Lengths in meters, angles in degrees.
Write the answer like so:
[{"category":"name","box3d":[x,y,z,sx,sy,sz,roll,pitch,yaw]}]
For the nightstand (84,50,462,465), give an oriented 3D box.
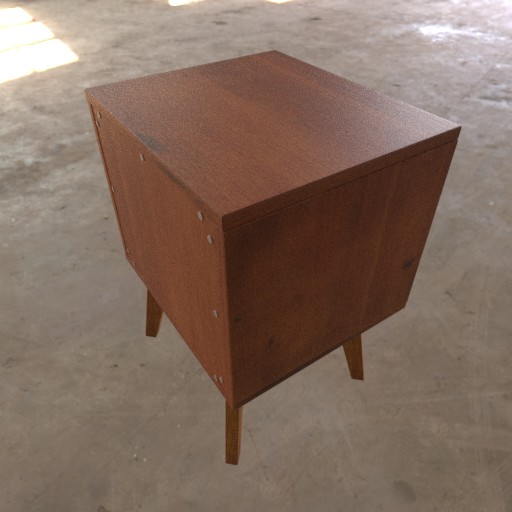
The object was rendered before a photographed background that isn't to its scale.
[{"category":"nightstand","box3d":[0.000,0.000,0.897,0.411,0.618,0.460,-24,46,-25]}]
